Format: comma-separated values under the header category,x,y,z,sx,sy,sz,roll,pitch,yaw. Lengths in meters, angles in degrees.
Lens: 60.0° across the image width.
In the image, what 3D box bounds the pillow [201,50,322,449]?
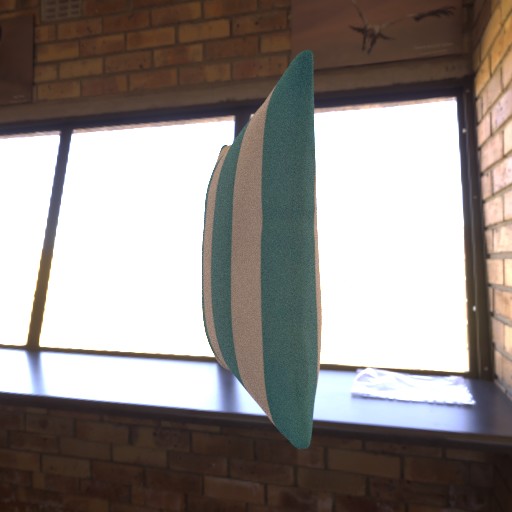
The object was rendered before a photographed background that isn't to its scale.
category,x,y,z,sx,sy,sz,roll,pitch,yaw
pillow,0.000,0.000,0.818,0.189,0.526,0.536,0,0,-17
